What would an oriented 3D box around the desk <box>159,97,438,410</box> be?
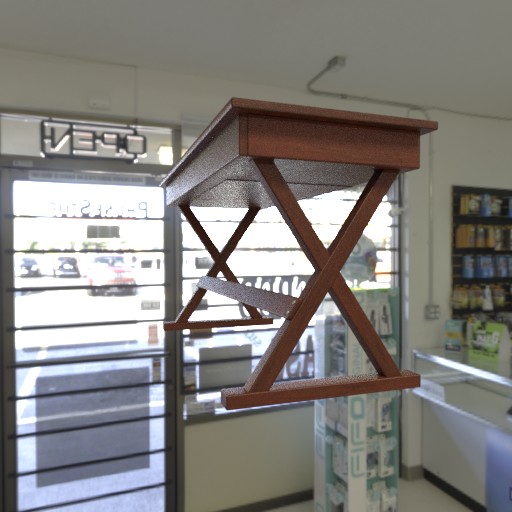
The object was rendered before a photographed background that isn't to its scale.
[{"bbox_3d":[0.000,0.000,1.788,0.600,0.761,1.372,0,1,-19],"label":"desk"}]
